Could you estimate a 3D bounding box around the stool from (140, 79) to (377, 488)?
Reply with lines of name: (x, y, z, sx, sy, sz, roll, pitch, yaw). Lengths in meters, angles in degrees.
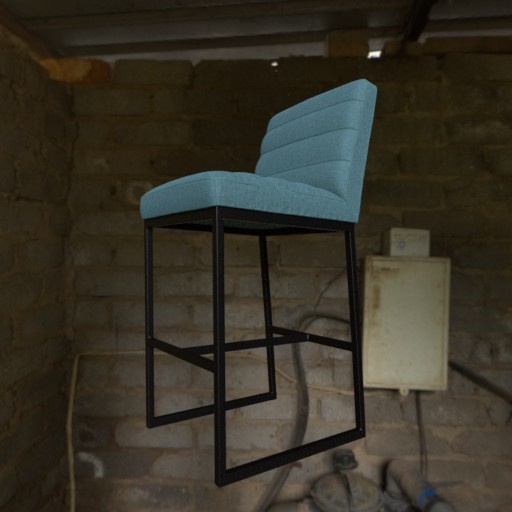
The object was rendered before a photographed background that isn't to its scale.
stool: (0.000, 0.000, 1.317, 0.560, 1.040, 0.460, 0, 0, -35)
